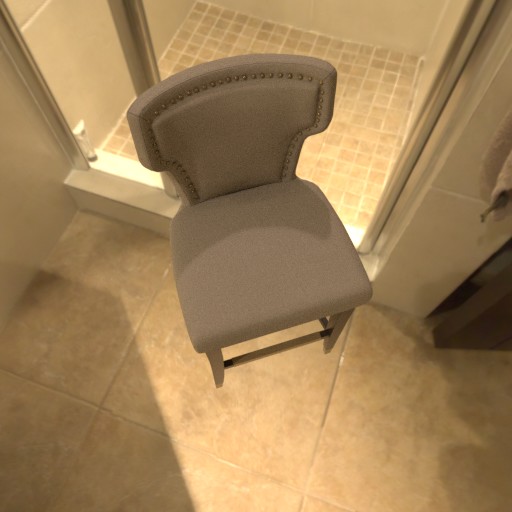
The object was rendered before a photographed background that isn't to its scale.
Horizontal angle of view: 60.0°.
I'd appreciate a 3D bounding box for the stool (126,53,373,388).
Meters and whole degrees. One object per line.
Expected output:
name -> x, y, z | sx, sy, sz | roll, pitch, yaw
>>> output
stool -> 0.000, 0.000, 1.426 | 0.526, 1.092, 0.563 | -15, 64, -8
